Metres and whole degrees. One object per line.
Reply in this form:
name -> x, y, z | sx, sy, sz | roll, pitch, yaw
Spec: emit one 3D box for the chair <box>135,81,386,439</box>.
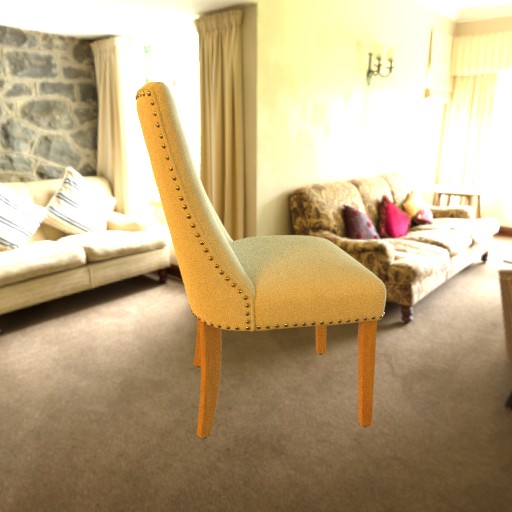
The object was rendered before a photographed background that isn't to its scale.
chair -> 0.000, 0.000, 1.287 | 0.610, 0.902, 0.495 | -2, 16, -9
